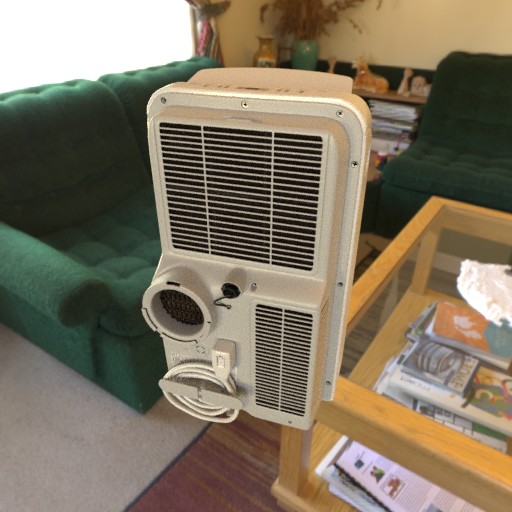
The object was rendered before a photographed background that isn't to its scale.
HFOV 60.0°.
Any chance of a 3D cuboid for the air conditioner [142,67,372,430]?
[{"bbox_3d":[0.000,0.000,1.049,0.449,0.786,0.414,9,33,15],"label":"air conditioner"}]
